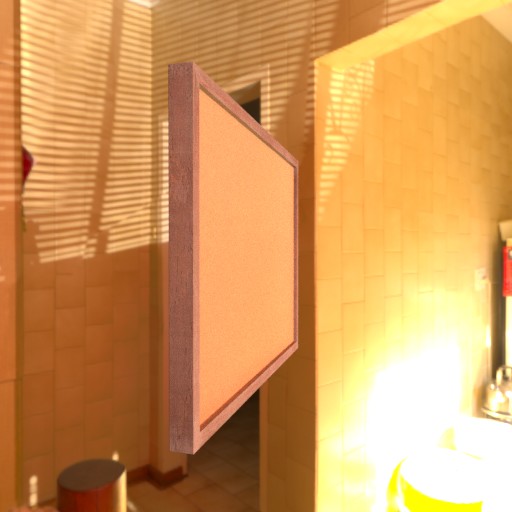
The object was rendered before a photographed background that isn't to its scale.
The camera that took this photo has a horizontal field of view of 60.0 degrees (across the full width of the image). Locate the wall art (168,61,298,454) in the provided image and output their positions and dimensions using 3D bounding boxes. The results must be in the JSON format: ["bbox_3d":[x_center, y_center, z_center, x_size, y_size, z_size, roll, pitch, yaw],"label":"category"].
[{"bbox_3d":[0.000,0.000,1.777,0.070,1.009,1.320,0,1,17],"label":"wall art"}]
